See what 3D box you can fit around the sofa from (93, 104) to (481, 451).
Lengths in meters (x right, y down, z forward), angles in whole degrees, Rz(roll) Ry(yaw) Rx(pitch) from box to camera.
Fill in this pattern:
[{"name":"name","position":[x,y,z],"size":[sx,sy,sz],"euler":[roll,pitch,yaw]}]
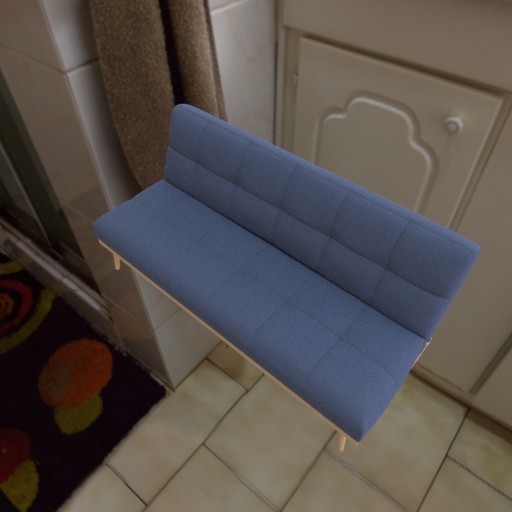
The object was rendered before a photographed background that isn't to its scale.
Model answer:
[{"name":"sofa","position":[0.000,0.000,2.259],"size":[1.800,0.800,0.796],"euler":[33,55,27]}]
